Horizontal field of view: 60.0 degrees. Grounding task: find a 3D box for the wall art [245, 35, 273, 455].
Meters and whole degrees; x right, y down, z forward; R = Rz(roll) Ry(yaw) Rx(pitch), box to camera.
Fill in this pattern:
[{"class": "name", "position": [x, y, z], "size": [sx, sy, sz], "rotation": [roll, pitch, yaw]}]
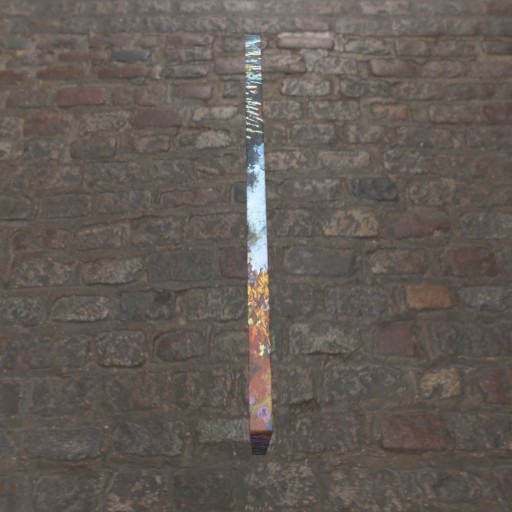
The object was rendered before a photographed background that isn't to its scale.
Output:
[{"class": "wall art", "position": [0.000, 0.000, 1.147], "size": [0.037, 0.604, 0.908], "rotation": [-1, 63, 0]}]
